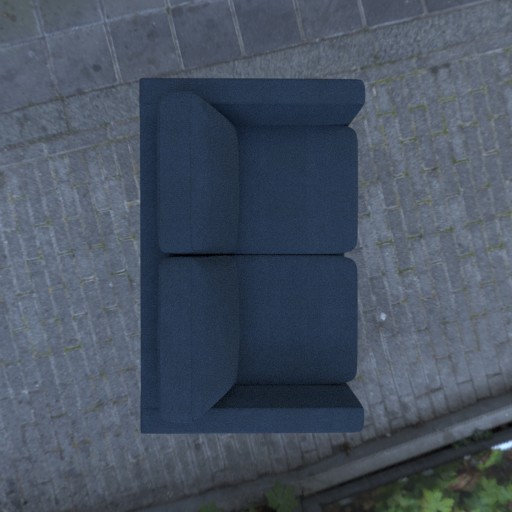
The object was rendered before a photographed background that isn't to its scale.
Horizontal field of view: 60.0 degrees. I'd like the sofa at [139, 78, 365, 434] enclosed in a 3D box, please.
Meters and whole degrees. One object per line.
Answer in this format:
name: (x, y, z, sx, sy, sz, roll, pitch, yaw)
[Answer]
sofa: (0.000, 0.000, 2.130, 0.999, 0.930, 1.518, 0, 91, -1)
